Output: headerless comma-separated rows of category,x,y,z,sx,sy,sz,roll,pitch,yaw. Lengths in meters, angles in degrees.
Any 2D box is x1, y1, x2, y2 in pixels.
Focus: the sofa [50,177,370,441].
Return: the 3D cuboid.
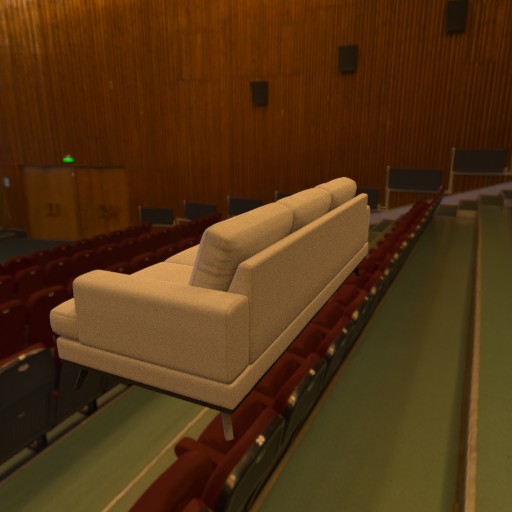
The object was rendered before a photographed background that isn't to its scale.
sofa,0.000,0.000,2.725,0.920,0.810,2.310,8,18,24
